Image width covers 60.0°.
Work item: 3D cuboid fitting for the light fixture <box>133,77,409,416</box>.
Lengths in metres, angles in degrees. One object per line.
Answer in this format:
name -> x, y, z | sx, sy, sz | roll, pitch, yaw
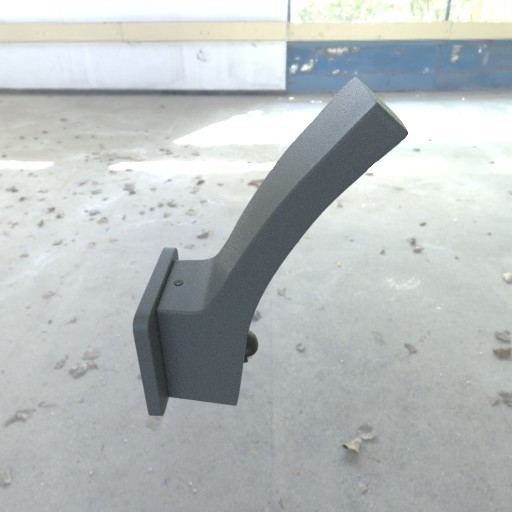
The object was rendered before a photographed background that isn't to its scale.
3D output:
light fixture -> 0.000, 0.000, 0.331 | 0.174, 0.243, 0.108 | 1, 31, 2
